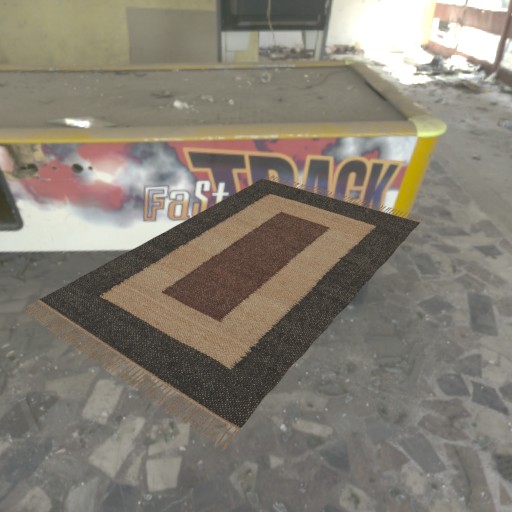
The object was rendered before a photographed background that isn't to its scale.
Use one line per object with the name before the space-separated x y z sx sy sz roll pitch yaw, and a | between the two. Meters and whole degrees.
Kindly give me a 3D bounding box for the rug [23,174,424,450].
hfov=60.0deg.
rug | 0.000 0.000 1.838 0.920 0.013 1.541 21 38 30
